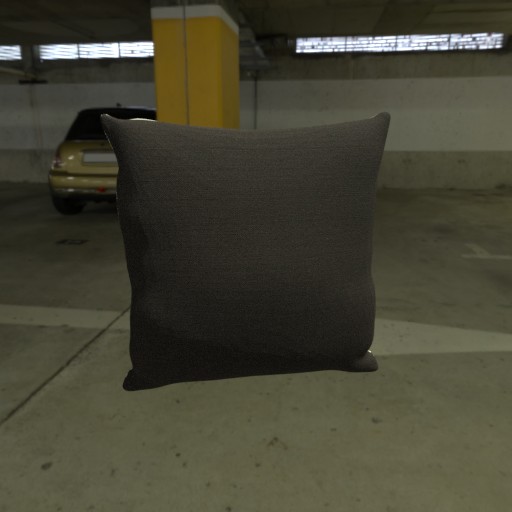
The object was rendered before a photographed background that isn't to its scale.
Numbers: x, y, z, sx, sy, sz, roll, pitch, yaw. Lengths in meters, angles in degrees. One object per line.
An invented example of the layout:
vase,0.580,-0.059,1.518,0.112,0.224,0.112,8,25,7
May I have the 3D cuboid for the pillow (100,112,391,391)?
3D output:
pillow,0.000,0.000,0.705,0.440,0.441,0.182,-3,15,-10
